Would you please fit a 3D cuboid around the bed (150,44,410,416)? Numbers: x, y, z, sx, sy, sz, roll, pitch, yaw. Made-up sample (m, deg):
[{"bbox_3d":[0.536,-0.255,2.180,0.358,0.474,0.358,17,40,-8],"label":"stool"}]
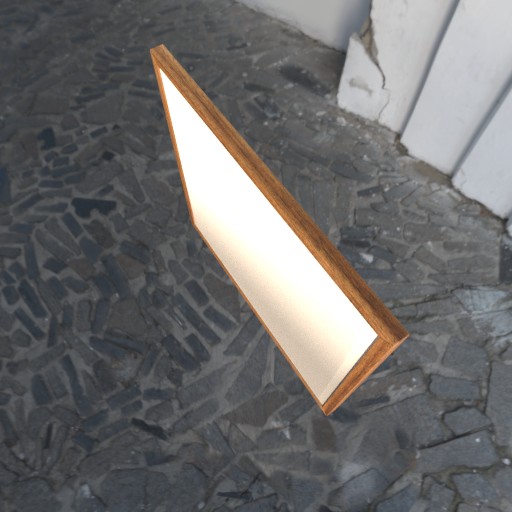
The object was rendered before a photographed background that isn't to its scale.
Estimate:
[{"bbox_3d":[0.000,0.000,1.489,0.043,0.940,1.041,-30,66,-15],"label":"bed"}]
